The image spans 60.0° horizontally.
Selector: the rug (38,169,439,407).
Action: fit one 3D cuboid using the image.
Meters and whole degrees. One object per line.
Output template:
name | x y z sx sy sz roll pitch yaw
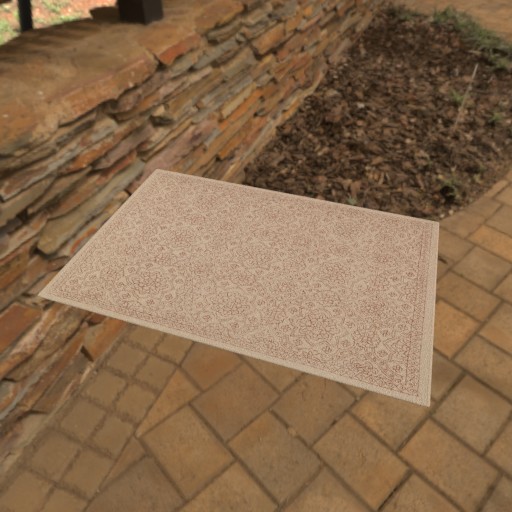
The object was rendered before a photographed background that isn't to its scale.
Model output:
rug | 0.000 0.000 2.356 1.829 0.010 1.219 13 44 14
